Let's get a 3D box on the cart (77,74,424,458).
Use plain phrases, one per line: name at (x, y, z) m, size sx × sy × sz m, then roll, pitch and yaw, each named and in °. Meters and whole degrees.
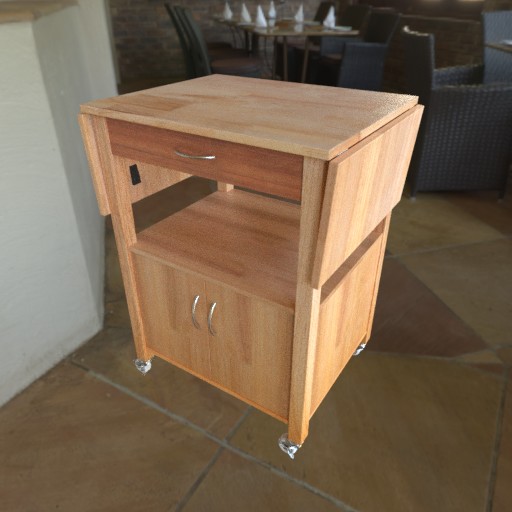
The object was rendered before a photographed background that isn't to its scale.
cart at (0.000, 0.000, 1.237) m, size 0.640 × 0.838 × 0.508 m, roll 18°, pitch 36°, yaw 28°
